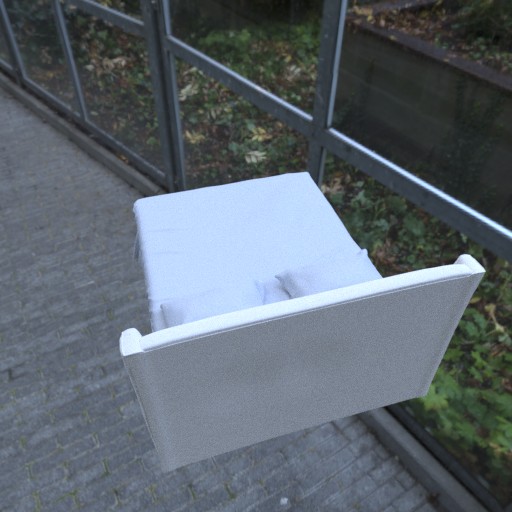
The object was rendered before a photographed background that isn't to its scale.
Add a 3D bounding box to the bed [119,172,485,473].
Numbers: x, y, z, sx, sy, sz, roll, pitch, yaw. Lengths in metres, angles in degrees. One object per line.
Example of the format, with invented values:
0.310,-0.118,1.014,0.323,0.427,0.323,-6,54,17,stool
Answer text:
0.000,0.000,3.382,1.925,1.332,2.276,-11,44,-12,bed
